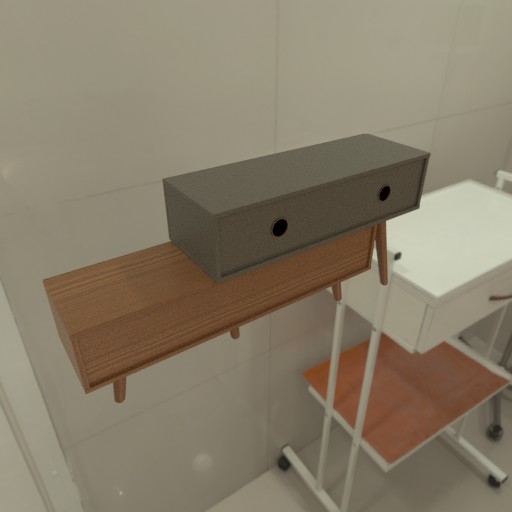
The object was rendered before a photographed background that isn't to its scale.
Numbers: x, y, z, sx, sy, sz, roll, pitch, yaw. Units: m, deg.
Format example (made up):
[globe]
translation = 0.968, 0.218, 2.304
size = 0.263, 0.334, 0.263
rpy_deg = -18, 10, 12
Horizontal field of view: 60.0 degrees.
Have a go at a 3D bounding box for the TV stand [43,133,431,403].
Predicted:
[TV stand]
translation = 0.000, 0.000, 1.571
size = 1.336, 0.591, 0.329
rpy_deg = -20, 36, -29
